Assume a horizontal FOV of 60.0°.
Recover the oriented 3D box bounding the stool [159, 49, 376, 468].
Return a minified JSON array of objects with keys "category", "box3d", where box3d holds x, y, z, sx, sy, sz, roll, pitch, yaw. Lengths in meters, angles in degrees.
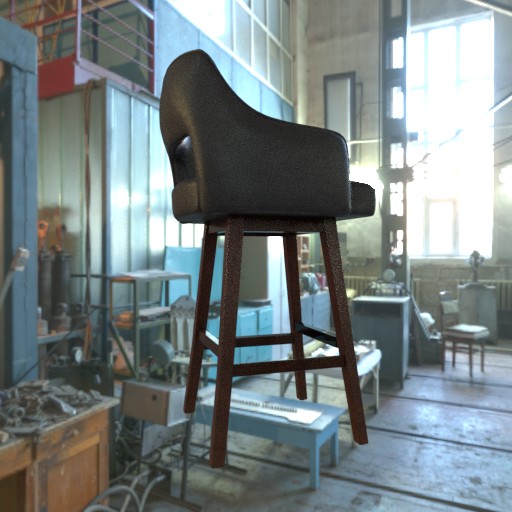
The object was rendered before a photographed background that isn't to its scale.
[{"category":"stool","box3d":[0.000,0.000,1.338,0.560,1.041,0.550,0,0,-19]}]
